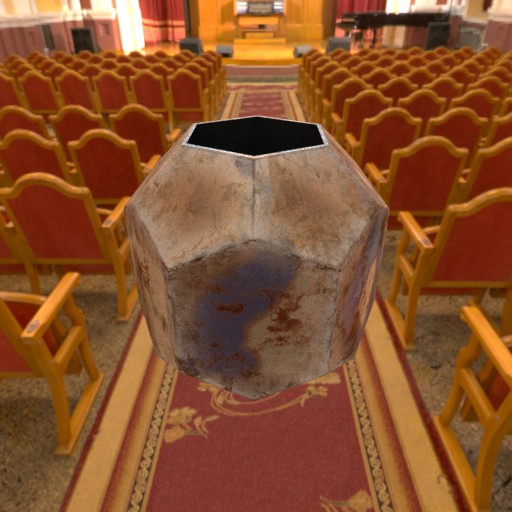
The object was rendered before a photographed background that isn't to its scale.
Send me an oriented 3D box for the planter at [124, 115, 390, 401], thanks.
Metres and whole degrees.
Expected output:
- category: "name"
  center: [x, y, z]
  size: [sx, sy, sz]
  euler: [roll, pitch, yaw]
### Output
- category: "planter"
  center: [0.000, 0.000, 0.431]
  size: [0.243, 0.238, 0.221]
  euler: [1, 30, 1]
